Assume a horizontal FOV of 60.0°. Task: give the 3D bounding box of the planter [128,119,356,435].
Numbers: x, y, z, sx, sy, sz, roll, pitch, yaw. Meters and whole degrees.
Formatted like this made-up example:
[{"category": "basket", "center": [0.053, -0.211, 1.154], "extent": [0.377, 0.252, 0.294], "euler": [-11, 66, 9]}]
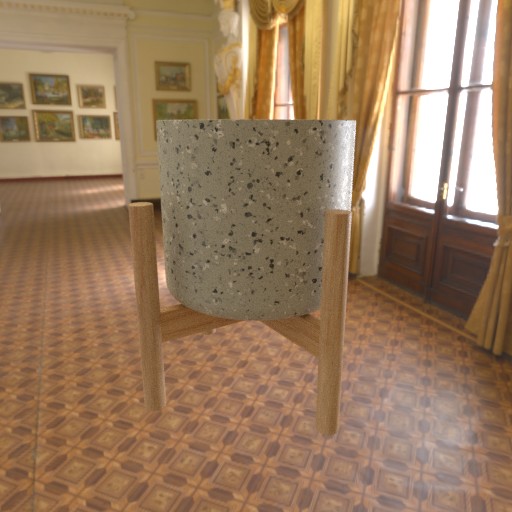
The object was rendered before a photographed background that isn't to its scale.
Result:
[{"category": "planter", "center": [0.000, 0.000, 0.549], "extent": [0.284, 0.320, 0.284], "euler": [-3, 17, -10]}]
